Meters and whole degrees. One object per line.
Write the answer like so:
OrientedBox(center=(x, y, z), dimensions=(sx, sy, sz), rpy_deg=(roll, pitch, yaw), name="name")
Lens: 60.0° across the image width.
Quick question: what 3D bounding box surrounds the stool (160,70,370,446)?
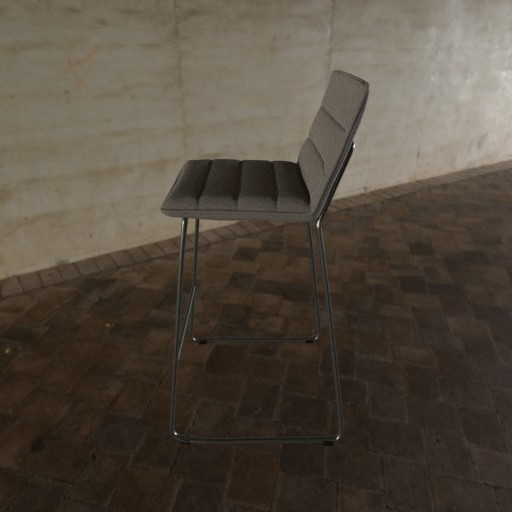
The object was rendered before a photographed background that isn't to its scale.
OrientedBox(center=(0.000, 0.000, 1.258), dimensions=(0.490, 0.960, 0.490), rpy_deg=(0, 26, 0), name="stool")
